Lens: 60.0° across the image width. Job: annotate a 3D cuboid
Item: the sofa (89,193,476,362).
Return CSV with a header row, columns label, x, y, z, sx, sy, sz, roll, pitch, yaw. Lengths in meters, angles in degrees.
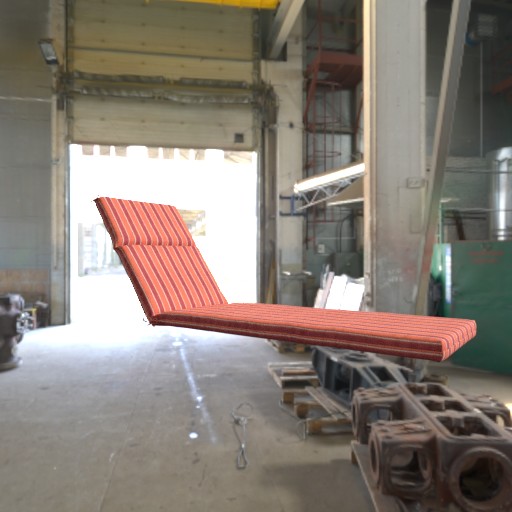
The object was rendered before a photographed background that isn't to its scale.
label,x,y,z,sx,sy,sz,roll,pitch,yaw
sofa,0.000,0.000,1.926,1.663,0.622,0.582,0,0,36
